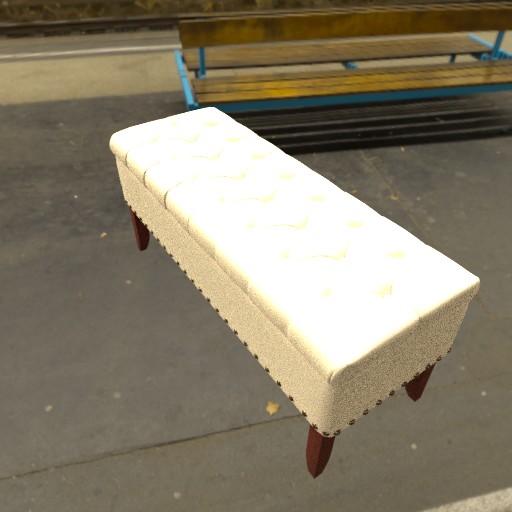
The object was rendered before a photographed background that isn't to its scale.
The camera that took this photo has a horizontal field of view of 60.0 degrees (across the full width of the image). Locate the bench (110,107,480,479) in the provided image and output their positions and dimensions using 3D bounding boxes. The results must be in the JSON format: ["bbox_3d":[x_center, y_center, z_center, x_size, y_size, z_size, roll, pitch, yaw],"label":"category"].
[{"bbox_3d":[0.000,0.000,1.260,0.400,0.470,1.054,-24,46,-25],"label":"bench"}]
